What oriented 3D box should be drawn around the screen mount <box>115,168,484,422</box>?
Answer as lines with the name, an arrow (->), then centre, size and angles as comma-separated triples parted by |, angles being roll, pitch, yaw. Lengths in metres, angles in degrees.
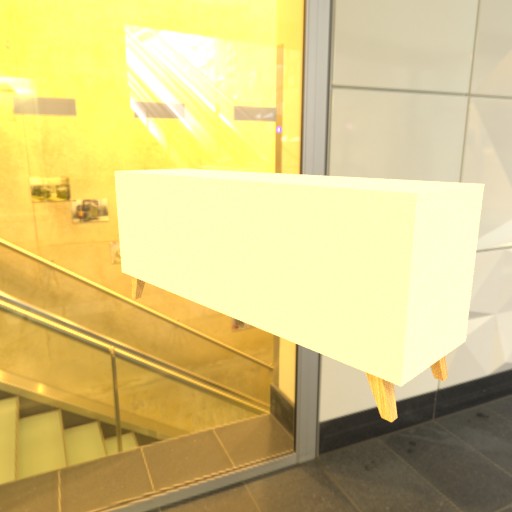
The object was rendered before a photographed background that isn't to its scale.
screen mount -> 0.000, 0.000, 1.740 | 0.400, 0.619, 1.490 | -12, 18, -42
